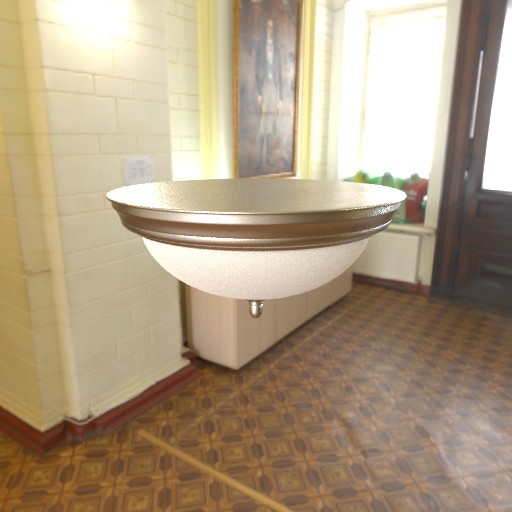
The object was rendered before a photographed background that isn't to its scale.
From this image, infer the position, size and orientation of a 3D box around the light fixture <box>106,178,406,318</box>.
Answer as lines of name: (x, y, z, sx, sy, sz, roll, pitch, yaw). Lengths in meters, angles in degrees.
light fixture: (0.000, 0.000, 0.452, 0.280, 0.135, 0.280, 0, 15, 0)
